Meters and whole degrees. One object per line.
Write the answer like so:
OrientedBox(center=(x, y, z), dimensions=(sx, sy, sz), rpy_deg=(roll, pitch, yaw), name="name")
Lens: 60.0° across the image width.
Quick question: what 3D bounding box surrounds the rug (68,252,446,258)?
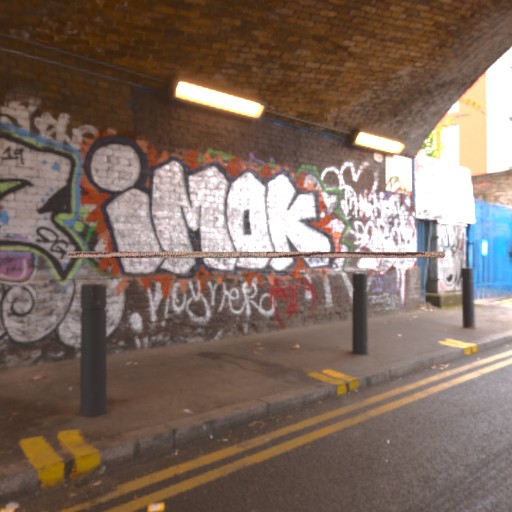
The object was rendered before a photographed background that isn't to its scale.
OrientedBox(center=(0.000, 0.000, 2.361), dimensions=(1.238, 0.020, 1.847), rpy_deg=(0, 0, 0), name="rug")
